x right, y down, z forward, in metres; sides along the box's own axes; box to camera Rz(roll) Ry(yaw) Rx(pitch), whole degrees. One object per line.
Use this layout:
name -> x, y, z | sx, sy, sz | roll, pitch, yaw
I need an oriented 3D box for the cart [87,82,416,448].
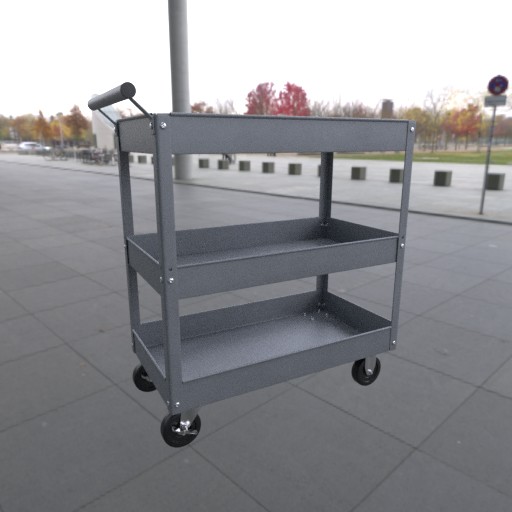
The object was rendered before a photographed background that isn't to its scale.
cart -> 0.000, 0.000, 1.164 | 0.719, 0.780, 0.366 | -8, 16, -27
